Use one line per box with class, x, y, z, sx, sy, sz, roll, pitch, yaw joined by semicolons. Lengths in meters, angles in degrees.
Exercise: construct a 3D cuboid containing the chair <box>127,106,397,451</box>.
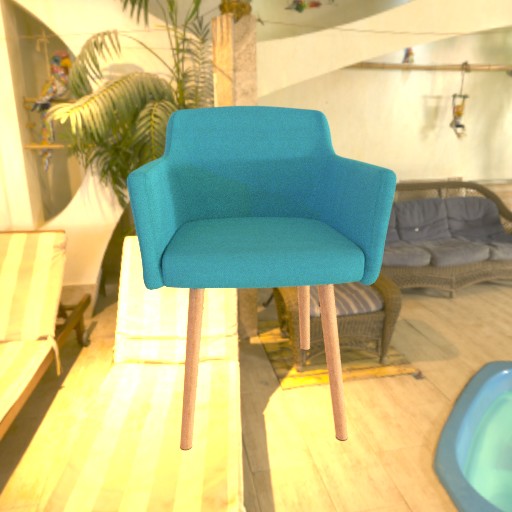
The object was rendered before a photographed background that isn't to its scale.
chair;0.000;0.000;1.194;0.570;0.780;0.540;-2;17;-5
